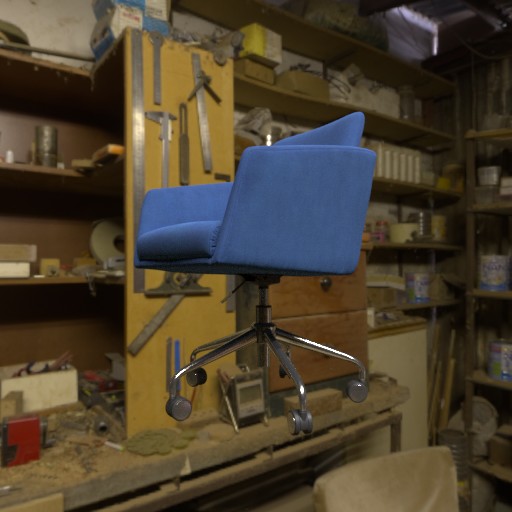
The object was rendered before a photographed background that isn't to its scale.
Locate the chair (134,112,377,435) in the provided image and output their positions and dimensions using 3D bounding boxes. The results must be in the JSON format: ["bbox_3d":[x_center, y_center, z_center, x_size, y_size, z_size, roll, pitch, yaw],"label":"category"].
[{"bbox_3d":[0.000,0.000,1.388,0.635,0.908,0.641,1,-2,-35],"label":"chair"}]
